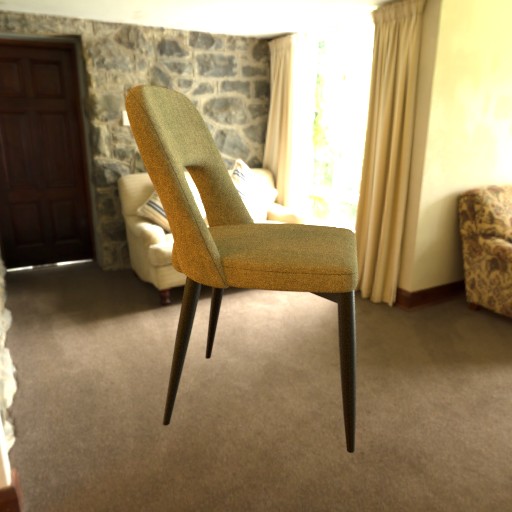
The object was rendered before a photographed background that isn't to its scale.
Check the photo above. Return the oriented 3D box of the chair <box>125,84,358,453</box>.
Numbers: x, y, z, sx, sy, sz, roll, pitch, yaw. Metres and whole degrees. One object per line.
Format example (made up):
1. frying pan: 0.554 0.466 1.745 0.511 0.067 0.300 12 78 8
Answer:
1. chair: 0.000 0.000 1.287 0.612 0.931 0.470 3 17 11
